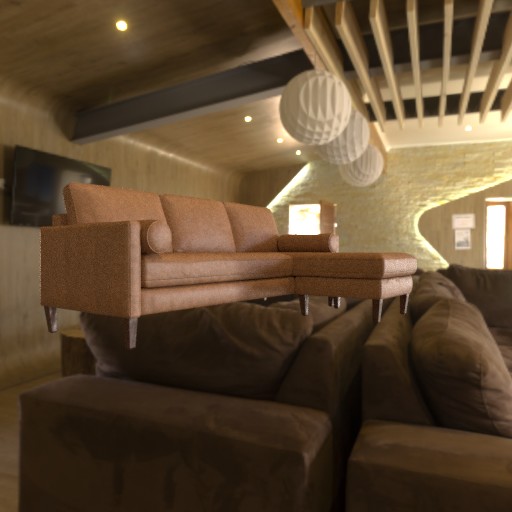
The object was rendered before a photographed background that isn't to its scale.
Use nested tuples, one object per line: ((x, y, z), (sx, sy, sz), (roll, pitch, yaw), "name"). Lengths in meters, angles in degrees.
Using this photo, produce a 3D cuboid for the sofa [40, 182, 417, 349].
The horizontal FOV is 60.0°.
((0.000, 0.000, 2.962), (1.506, 0.876, 2.178), (0, 1, 37), "sofa")
